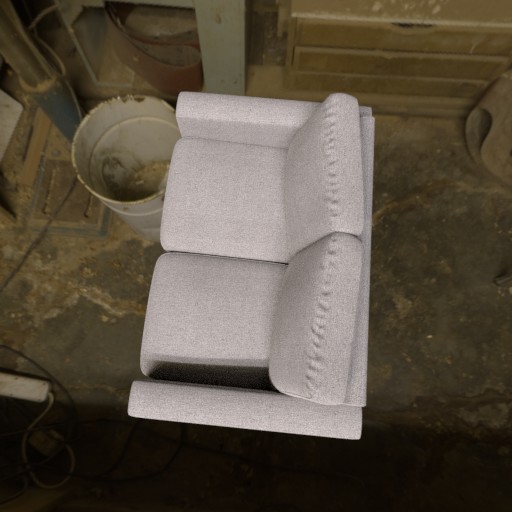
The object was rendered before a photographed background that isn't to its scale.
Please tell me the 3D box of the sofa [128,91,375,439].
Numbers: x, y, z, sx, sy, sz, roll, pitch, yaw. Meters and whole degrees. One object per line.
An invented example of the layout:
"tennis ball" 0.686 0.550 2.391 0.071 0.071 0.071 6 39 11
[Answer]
"sofa" 0.000 0.000 1.984 0.917 0.873 1.420 5 75 1
